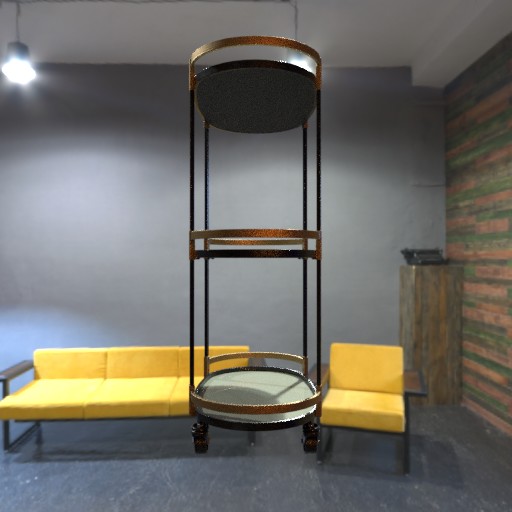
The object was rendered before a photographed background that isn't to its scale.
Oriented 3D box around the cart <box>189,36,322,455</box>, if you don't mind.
[{"bbox_3d":[0.000,0.000,1.143,0.311,0.885,0.515,0,0,0],"label":"cart"}]
